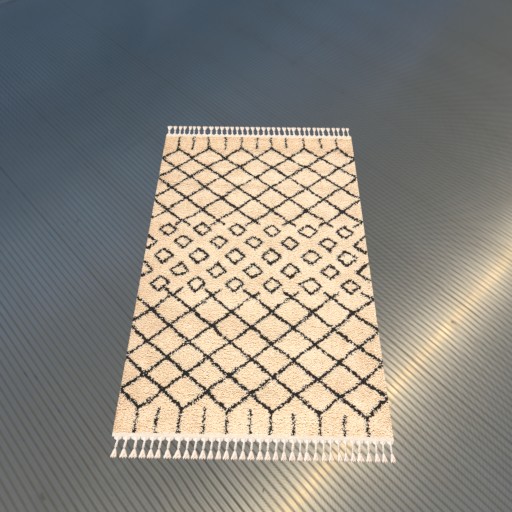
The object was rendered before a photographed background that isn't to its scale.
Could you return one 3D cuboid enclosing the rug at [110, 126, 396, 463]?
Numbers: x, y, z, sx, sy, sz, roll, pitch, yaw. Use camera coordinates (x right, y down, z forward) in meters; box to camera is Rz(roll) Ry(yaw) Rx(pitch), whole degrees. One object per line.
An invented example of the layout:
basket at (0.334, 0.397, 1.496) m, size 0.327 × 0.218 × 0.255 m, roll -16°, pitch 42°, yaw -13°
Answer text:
rug at (0.000, 0.000, 2.371) m, size 1.196 × 0.008 × 2.006 m, roll 1°, pitch 57°, yaw 1°
